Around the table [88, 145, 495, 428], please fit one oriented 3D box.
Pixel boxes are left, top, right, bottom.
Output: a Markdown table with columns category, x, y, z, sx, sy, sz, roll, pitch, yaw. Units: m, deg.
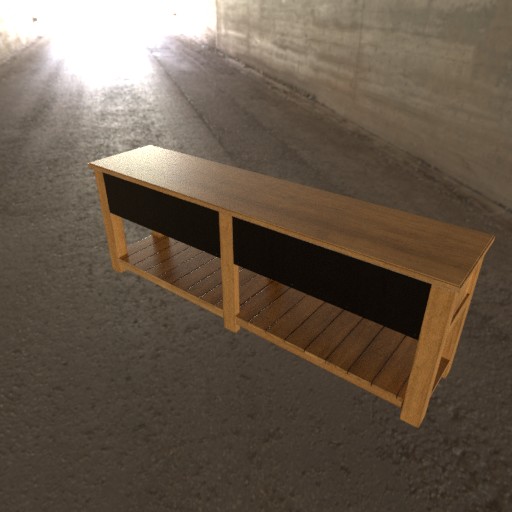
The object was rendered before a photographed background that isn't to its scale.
| category | x | y | z | sx | sy | sz | roll | pitch | yaw |
| --- | --- | --- | --- | --- | --- | --- | --- | --- | --- |
| table | 0.000 | 0.000 | 2.056 | 1.815 | 0.635 | 0.425 | 21 | 36 | 32 |
